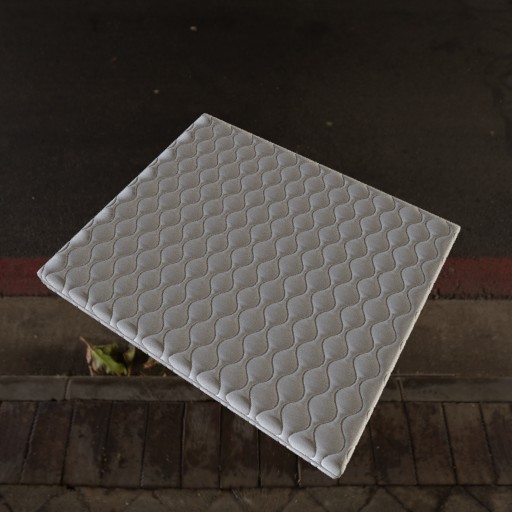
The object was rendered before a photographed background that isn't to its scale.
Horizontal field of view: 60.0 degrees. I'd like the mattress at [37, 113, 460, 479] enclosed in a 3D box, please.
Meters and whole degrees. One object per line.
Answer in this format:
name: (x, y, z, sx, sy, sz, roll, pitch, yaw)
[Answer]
mattress: (0.000, 0.000, 2.617, 1.900, 0.200, 1.600, 28, 62, 17)
